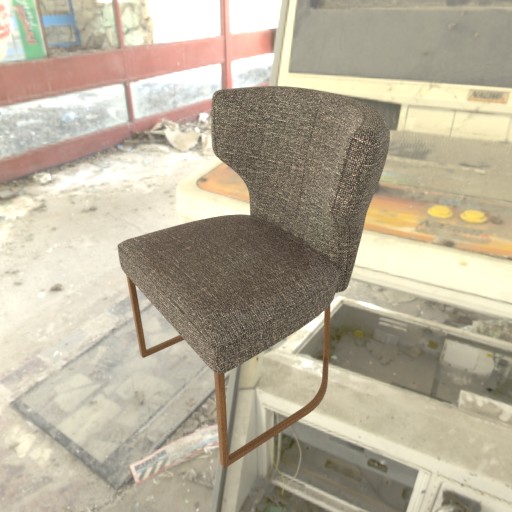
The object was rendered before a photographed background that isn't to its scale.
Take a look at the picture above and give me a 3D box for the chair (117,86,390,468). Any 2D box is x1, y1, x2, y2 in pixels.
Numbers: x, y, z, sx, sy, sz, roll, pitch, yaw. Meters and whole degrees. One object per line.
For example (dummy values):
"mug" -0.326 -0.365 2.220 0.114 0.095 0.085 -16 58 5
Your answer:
"chair" 0.000 0.000 1.258 0.617 0.824 0.611 -21 36 -31
